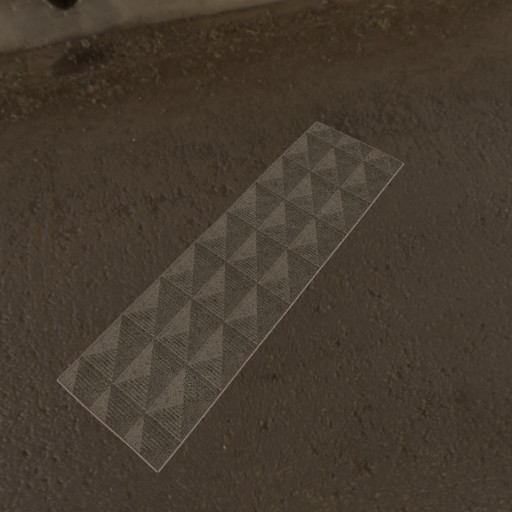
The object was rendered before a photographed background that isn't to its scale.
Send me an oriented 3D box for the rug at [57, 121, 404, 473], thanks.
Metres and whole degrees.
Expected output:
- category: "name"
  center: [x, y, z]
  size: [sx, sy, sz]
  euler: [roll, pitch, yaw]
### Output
- category: "rug"
  center: [0.000, 0.000, 2.387]
  size: [0.645, 0.015, 2.182]
  euler: [33, 64, 19]
